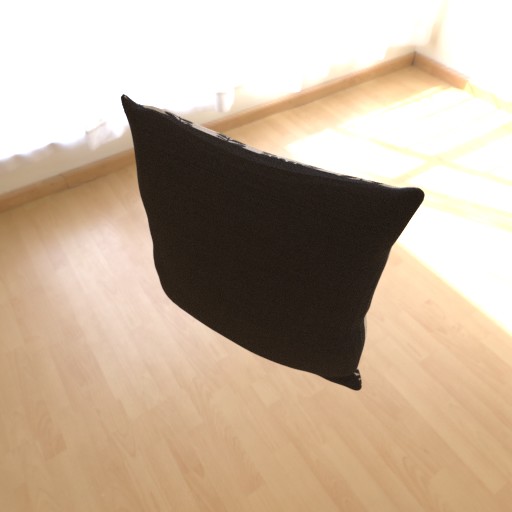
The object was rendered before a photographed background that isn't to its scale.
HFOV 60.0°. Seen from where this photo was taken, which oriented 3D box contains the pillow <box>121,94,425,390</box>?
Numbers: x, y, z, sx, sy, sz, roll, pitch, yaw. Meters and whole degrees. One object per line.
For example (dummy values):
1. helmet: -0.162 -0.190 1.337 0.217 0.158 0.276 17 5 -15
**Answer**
1. pillow: 0.000 0.000 0.700 0.440 0.441 0.182 24 52 20
